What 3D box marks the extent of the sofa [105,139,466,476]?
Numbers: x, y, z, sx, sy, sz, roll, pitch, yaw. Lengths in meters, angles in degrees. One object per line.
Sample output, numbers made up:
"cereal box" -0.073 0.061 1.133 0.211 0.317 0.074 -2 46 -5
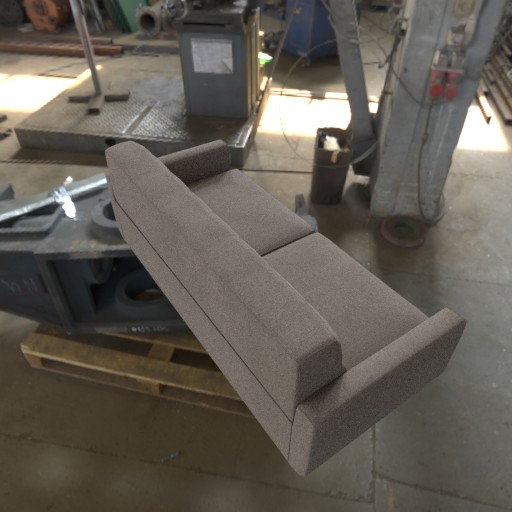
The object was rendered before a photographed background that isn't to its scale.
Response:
"sofa" 0.000 0.000 2.439 0.909 0.841 2.029 -25 47 -25
